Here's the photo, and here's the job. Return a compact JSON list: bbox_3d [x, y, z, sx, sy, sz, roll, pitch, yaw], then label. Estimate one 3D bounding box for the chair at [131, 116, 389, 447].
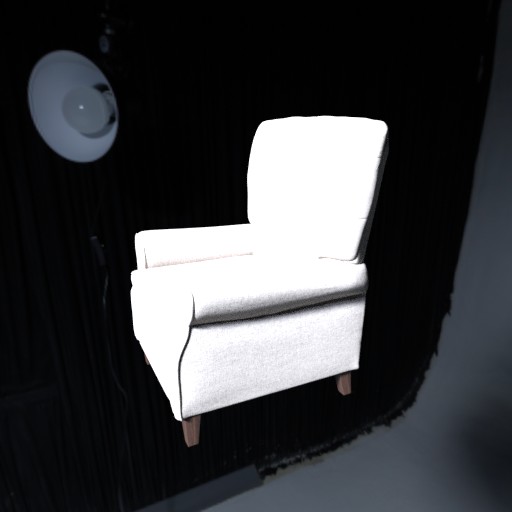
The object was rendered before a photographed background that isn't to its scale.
[{"bbox_3d":[0.000,0.000,2.002,1.025,1.209,0.942,-8,18,-25],"label":"chair"}]
